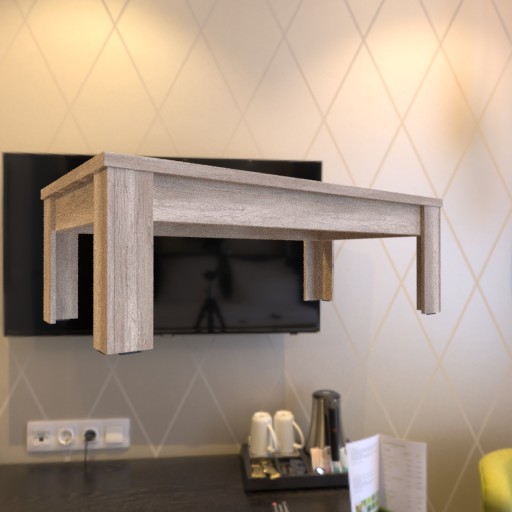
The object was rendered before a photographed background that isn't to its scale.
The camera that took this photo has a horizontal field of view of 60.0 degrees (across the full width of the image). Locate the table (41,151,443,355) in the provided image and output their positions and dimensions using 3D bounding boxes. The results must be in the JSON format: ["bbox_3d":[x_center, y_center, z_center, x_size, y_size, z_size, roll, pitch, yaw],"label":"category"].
[{"bbox_3d":[0.000,0.000,1.663,1.350,0.460,0.700,0,0,-36],"label":"table"}]
